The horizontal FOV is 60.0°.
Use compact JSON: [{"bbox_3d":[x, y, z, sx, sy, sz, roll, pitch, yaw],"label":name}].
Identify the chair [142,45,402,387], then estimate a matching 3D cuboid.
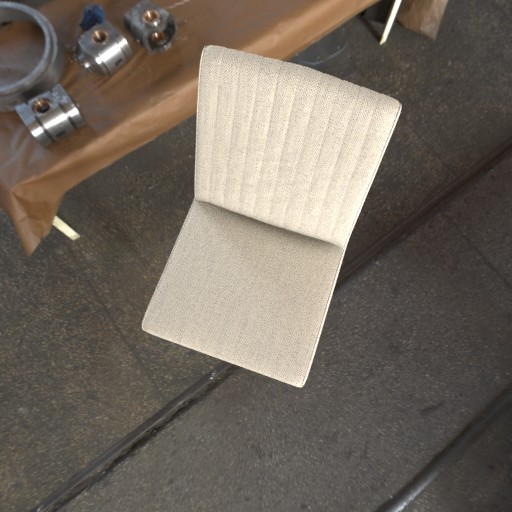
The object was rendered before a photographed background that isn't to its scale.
[{"bbox_3d":[0.000,0.000,1.243,0.480,0.900,0.594,19,76,5],"label":"chair"}]
